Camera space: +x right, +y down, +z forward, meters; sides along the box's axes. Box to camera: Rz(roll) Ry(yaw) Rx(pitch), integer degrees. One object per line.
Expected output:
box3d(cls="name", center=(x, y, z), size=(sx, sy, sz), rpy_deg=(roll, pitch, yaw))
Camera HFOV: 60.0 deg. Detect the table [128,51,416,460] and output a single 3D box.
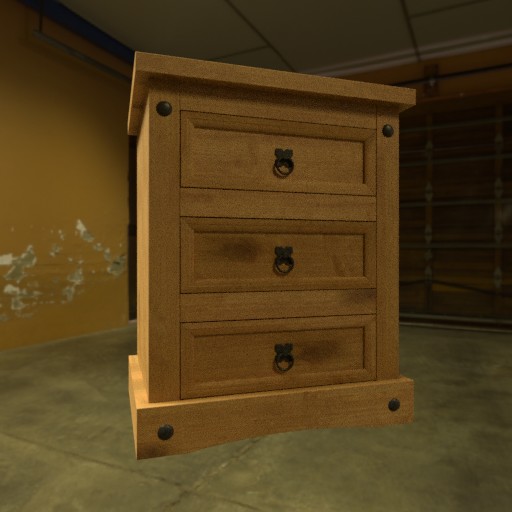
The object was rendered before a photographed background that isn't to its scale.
box3d(cls="table", center=(0.000, 0.000, 1.215), size=(0.660, 0.813, 0.500), rpy_deg=(0, 0, -18))
